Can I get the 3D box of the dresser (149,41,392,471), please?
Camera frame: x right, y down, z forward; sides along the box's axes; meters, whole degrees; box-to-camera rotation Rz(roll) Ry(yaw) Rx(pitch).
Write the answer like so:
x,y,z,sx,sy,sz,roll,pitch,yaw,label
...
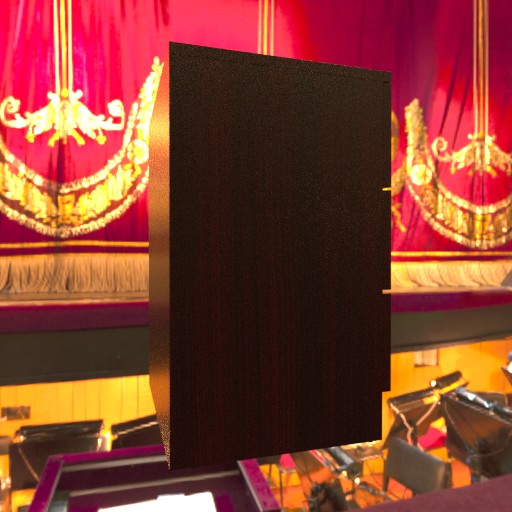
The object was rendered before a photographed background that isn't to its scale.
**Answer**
x,y,z,sx,sy,sz,roll,pitch,yaw,label
0.000,0.000,0.820,0.360,0.560,0.400,0,1,-17,dresser
